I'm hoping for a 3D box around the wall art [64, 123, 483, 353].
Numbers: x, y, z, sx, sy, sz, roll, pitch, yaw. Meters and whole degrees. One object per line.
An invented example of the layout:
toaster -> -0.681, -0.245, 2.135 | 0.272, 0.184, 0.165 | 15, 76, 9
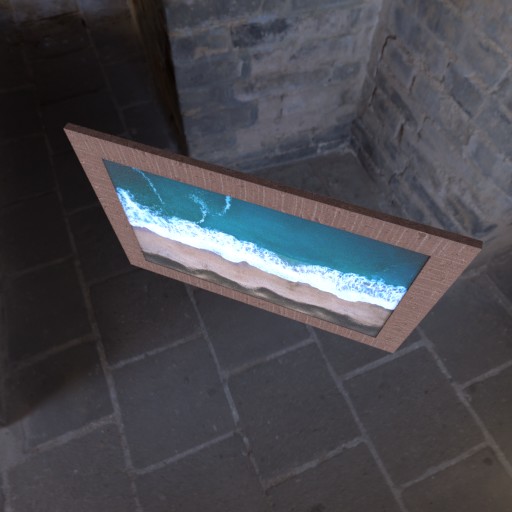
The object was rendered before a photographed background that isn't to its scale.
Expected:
wall art -> 0.000, 0.000, 1.192 | 0.917, 0.626, 0.019 | 18, 61, 10
